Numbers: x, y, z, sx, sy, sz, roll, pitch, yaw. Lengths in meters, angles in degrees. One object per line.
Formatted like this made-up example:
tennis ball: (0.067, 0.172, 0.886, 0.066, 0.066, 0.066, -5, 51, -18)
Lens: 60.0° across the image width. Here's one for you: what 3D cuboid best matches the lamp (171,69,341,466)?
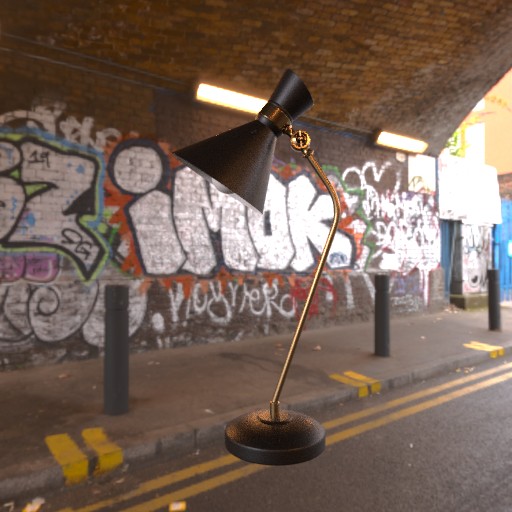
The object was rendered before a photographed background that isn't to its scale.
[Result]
lamp: (0.000, 0.000, 0.771, 0.292, 0.647, 0.189, 0, 0, 3)
